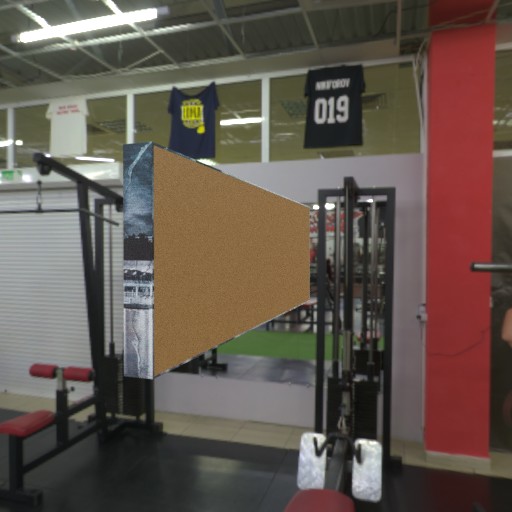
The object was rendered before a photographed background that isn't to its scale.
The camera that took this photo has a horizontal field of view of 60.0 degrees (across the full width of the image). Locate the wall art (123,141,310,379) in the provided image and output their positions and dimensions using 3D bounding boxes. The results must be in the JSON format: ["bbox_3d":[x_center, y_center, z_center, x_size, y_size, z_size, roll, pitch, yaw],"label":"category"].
[{"bbox_3d":[0.000,0.000,0.830,0.037,0.251,0.759,0,1,19],"label":"wall art"}]
